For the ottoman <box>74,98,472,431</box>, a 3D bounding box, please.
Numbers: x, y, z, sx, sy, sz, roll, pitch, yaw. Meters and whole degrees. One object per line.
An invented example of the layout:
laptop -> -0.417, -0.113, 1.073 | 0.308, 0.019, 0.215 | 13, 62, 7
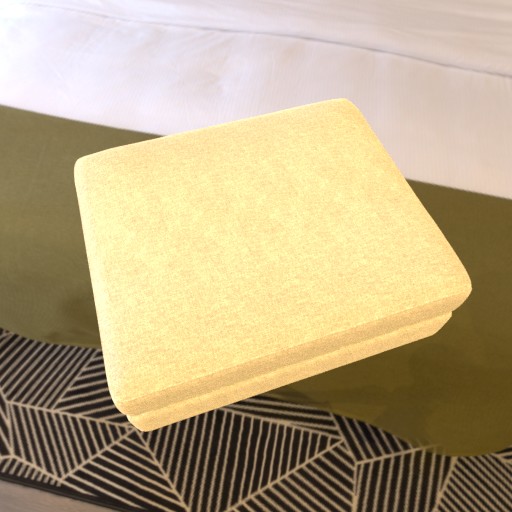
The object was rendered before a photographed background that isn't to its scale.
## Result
ottoman -> 0.000, 0.000, 1.232 | 0.821, 0.474, 0.693 | -16, 60, -10
